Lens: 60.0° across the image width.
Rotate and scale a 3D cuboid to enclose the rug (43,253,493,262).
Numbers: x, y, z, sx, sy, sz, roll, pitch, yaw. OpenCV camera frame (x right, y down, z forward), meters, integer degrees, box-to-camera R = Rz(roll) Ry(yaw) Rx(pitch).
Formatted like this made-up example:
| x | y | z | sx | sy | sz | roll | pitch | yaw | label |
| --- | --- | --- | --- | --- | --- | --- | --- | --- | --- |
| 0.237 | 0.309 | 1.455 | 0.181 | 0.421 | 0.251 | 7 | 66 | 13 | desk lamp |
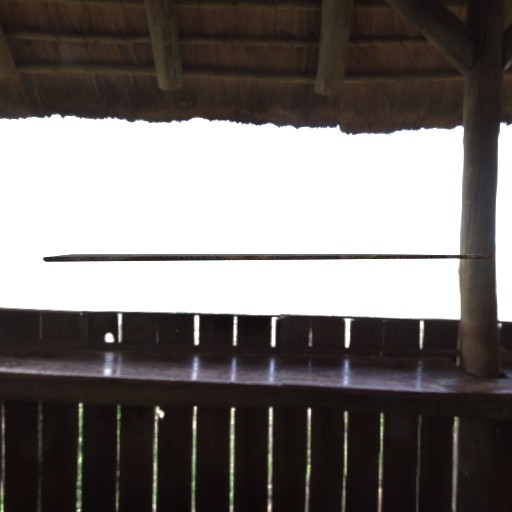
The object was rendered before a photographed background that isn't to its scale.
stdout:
| x | y | z | sx | sy | sz | roll | pitch | yaw | label |
| --- | --- | --- | --- | --- | --- | --- | --- | --- | --- |
| 0.000 | 0.000 | 3.331 | 2.701 | 0.026 | 1.801 | 0 | 1 | -19 | rug |
